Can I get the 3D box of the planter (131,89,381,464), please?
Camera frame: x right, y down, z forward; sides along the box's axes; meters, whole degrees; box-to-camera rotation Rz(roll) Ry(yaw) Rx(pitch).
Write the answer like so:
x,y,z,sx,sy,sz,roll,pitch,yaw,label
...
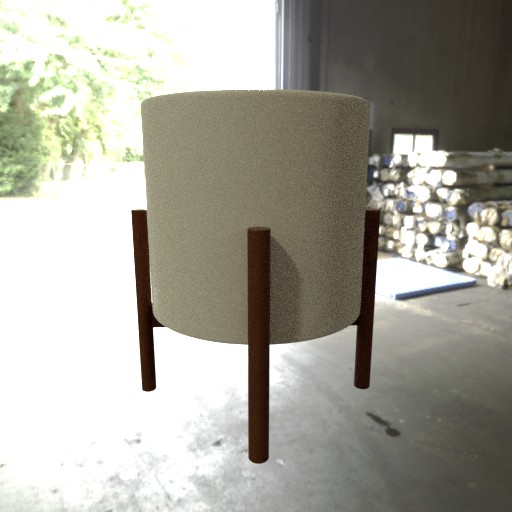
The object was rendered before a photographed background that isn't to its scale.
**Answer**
x,y,z,sx,sy,sz,roll,pitch,yaw,label
0.000,0.000,0.896,0.421,0.581,0.420,-12,17,-43,planter
